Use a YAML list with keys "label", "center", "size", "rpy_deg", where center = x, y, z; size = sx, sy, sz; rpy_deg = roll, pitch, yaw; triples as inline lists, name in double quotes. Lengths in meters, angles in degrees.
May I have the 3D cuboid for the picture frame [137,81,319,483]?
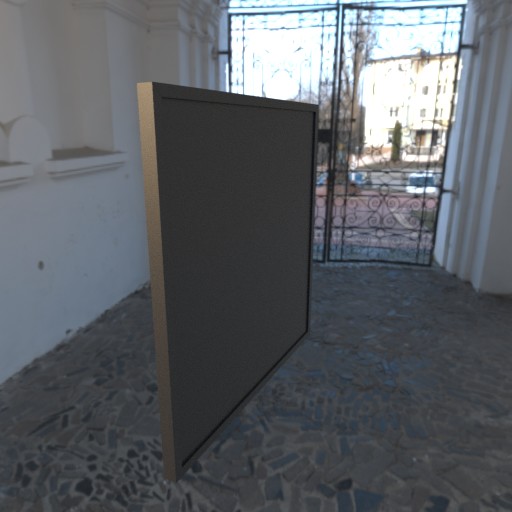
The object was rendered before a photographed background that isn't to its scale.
- label: "picture frame"
  center: [0.000, 0.000, 1.145]
  size: [0.032, 0.775, 0.775]
  rpy_deg: [8, 18, 26]
